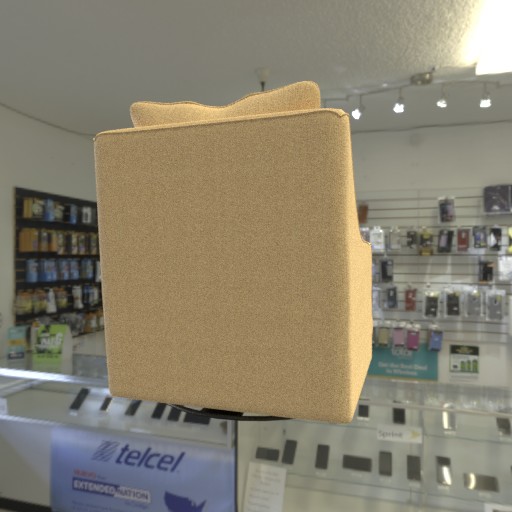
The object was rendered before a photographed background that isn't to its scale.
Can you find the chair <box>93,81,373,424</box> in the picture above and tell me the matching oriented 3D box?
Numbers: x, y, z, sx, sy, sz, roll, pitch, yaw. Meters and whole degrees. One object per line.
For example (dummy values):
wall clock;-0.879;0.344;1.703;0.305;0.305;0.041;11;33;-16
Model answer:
chair;0.000;0.000;1.589;0.760;0.927;0.876;0;0;18
